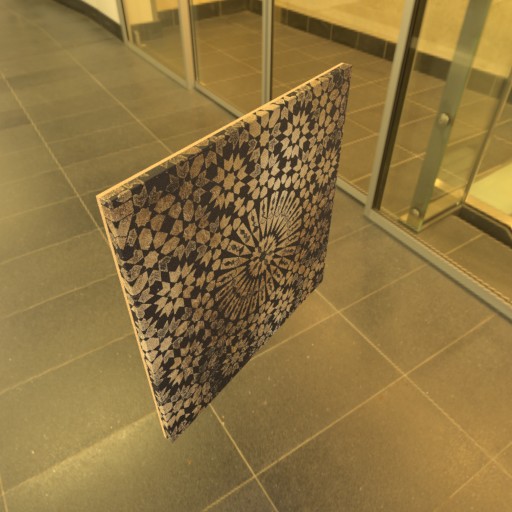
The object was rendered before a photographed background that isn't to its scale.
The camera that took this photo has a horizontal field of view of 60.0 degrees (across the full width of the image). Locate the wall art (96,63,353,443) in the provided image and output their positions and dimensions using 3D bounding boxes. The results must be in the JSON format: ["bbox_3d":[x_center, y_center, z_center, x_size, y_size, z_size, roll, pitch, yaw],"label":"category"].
[{"bbox_3d":[0.000,0.000,1.370,0.038,0.914,0.914,27,48,27],"label":"wall art"}]
